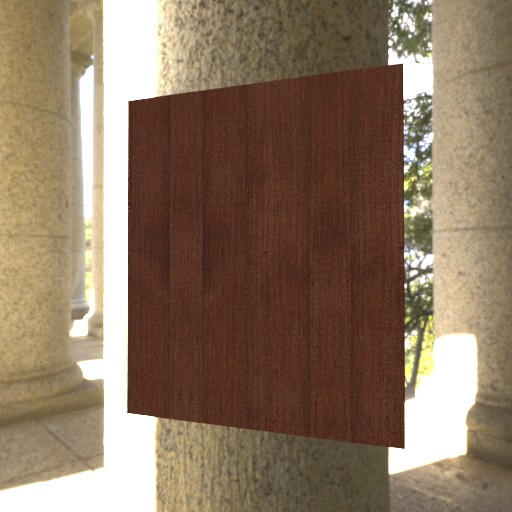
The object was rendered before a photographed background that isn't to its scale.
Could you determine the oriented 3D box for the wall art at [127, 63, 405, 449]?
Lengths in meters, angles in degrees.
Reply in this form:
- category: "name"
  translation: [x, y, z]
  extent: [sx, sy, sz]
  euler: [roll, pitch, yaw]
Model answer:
- category: "wall art"
  translation: [0.000, 0.000, 0.594]
  extent: [0.377, 0.449, 0.039]
  euler: [0, -1, 19]
